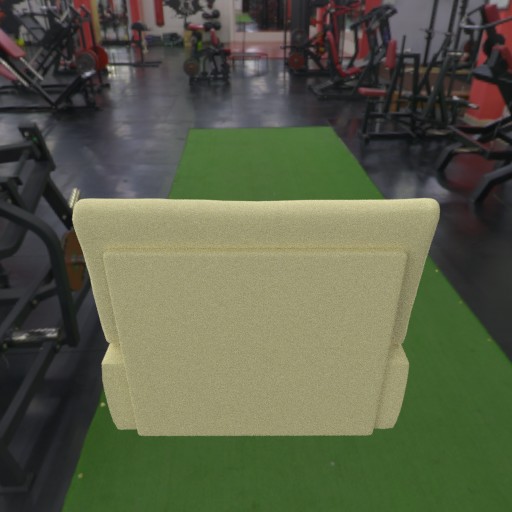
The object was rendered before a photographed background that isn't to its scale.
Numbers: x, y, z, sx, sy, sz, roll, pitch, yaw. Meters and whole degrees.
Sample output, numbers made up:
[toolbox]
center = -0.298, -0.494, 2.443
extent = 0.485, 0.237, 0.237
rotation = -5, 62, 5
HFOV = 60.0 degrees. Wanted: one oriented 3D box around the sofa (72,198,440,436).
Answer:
[sofa]
center = 0.000, 0.000, 1.667
extent = 0.930, 0.820, 1.000
rotation = 0, 30, 0
